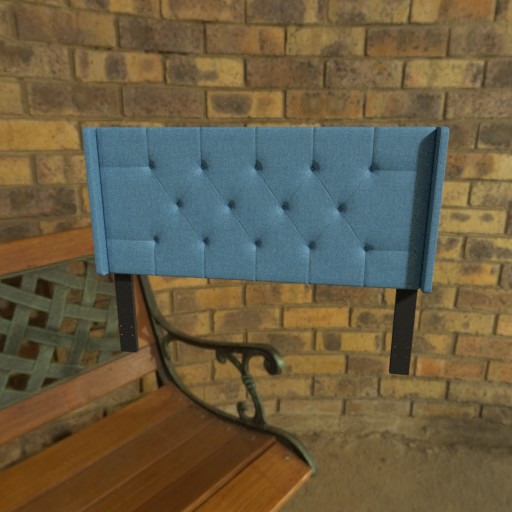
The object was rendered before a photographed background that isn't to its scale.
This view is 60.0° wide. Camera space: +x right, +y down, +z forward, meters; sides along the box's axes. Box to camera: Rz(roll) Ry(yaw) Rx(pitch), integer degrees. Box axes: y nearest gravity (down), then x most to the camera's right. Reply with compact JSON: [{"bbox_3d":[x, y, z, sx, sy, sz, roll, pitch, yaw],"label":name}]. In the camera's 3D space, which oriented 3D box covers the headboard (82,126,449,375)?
[{"bbox_3d":[0.000,0.000,2.728,2.051,1.524,0.184,3,16,9],"label":"headboard"}]
